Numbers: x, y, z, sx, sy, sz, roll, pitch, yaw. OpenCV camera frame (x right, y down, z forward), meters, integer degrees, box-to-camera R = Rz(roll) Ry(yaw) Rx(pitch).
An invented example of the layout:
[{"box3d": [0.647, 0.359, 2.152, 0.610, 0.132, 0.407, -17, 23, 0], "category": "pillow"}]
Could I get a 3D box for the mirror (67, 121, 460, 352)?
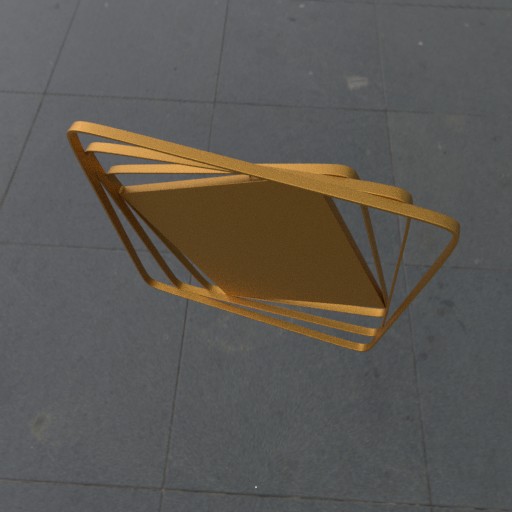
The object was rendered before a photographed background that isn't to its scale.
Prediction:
[{"box3d": [0.000, 0.000, 0.691, 0.470, 0.468, 0.045, 16, 64, 8], "category": "mirror"}]
